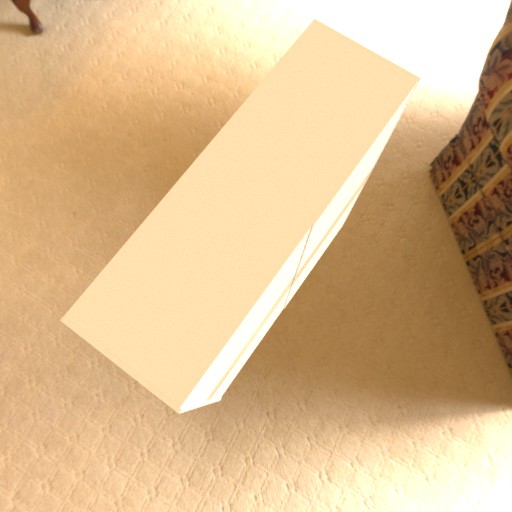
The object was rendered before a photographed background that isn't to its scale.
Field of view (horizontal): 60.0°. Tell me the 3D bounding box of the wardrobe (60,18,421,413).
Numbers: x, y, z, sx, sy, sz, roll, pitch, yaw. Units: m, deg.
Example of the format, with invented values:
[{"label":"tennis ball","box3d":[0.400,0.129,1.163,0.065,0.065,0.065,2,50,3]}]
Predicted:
[{"label":"wardrobe","box3d":[0.000,0.000,2.888,0.600,2.020,1.830,34,76,10]}]
